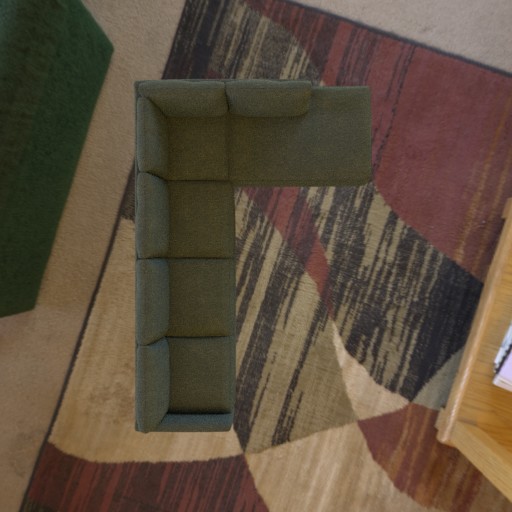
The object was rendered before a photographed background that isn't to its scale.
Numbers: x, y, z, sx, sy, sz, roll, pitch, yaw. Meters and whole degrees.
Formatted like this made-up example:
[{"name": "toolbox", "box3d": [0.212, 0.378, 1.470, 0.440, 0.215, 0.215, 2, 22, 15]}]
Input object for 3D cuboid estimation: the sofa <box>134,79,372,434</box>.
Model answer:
[{"name": "sofa", "box3d": [0.000, 0.000, 3.824, 2.007, 0.815, 2.949, 0, 90, 1]}]
